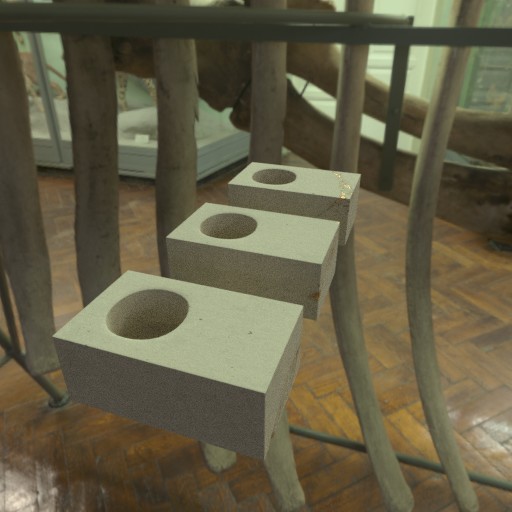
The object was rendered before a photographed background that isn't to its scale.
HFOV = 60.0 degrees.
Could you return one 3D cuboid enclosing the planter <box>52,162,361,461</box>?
[{"bbox_3d":[0.000,0.000,0.380,0.127,0.051,0.333,10,31,17],"label":"planter"}]
